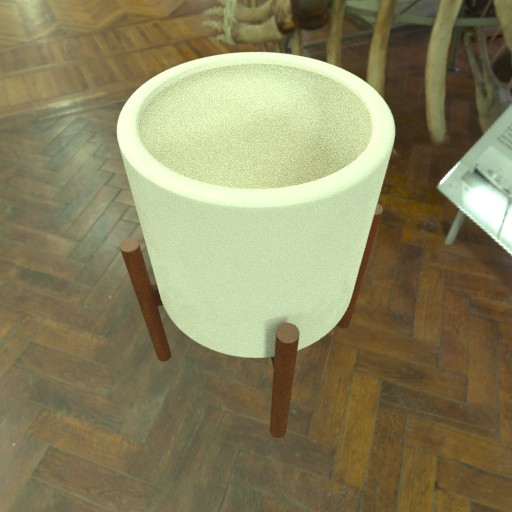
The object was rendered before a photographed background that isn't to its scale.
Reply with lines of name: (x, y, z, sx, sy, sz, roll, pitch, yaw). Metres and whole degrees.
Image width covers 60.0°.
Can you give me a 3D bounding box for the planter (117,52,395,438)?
planter: (0.000, 0.000, 0.495, 0.224, 0.358, 0.224, 26, 54, 21)
